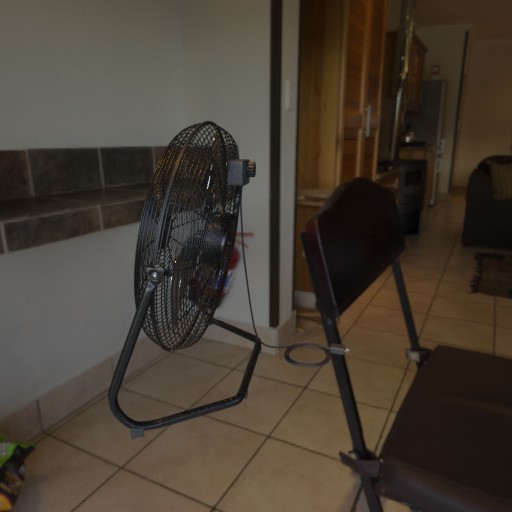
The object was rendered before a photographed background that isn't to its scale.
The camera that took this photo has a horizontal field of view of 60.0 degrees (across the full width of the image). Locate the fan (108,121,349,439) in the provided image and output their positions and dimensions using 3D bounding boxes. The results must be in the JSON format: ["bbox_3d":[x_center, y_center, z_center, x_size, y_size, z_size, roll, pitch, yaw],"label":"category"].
[{"bbox_3d":[0.000,0.000,0.933,0.424,0.546,0.555,2,15,9],"label":"fan"}]
